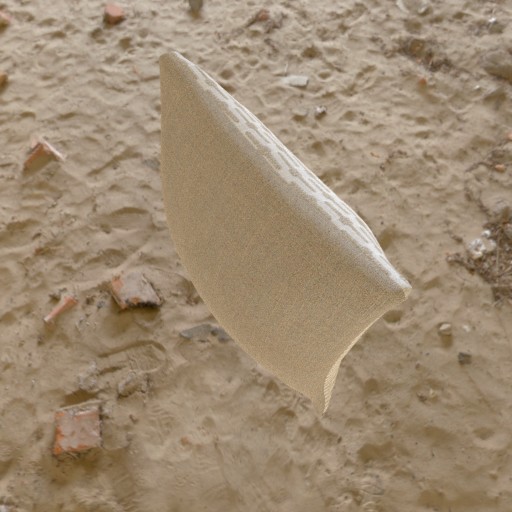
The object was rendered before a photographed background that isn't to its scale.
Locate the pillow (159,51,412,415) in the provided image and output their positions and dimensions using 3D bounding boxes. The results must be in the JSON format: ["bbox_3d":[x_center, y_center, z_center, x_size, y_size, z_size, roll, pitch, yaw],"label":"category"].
[{"bbox_3d":[0.000,0.000,0.759,0.219,0.491,0.496,-31,64,-17],"label":"pillow"}]
